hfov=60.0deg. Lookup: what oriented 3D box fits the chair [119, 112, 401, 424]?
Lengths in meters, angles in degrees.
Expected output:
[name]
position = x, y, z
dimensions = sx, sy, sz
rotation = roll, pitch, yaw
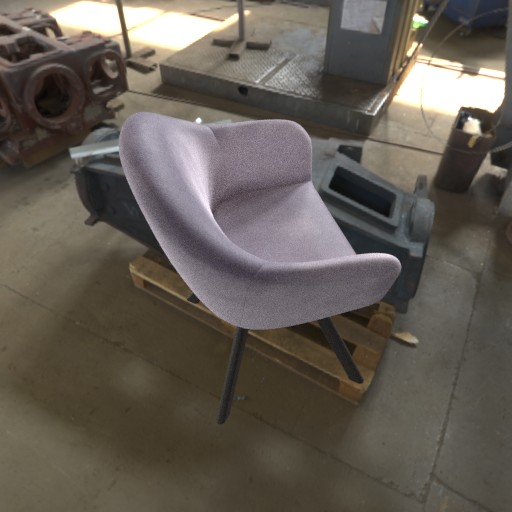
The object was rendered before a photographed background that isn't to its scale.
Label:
[chair]
position = 0.000, 0.000, 1.150
dimensions = 0.540, 0.780, 0.570
rotation = -12, 47, -11
